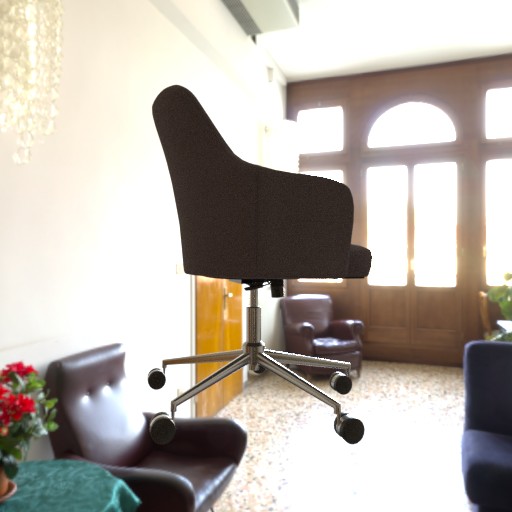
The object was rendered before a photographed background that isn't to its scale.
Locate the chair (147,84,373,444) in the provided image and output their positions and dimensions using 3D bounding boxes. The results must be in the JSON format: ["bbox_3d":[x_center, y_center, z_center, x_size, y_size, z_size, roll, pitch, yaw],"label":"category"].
[{"bbox_3d":[0.000,0.000,1.242,0.600,0.820,0.655,0,0,-17],"label":"chair"}]
